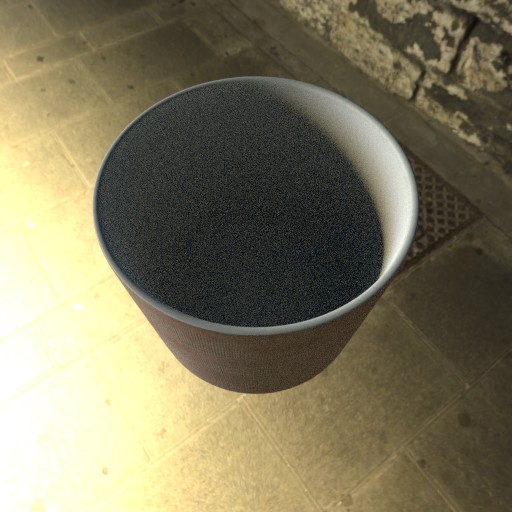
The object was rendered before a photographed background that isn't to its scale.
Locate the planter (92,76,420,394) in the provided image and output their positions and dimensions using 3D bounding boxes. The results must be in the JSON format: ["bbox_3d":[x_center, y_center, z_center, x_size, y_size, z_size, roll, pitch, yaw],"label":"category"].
[{"bbox_3d":[0.000,0.000,0.775,0.440,0.398,0.440,0,60,0],"label":"planter"}]
